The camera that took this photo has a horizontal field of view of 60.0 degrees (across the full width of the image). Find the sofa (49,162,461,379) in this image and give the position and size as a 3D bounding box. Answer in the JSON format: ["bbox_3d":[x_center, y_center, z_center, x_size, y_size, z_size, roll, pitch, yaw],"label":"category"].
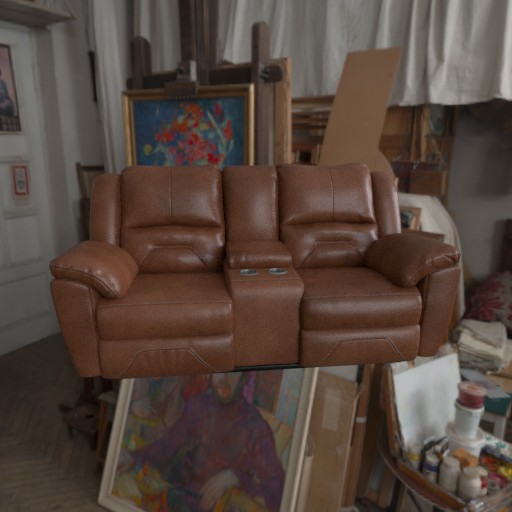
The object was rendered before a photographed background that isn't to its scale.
[{"bbox_3d":[0.000,0.000,2.605,2.058,1.043,0.991,-2,14,-7],"label":"sofa"}]
